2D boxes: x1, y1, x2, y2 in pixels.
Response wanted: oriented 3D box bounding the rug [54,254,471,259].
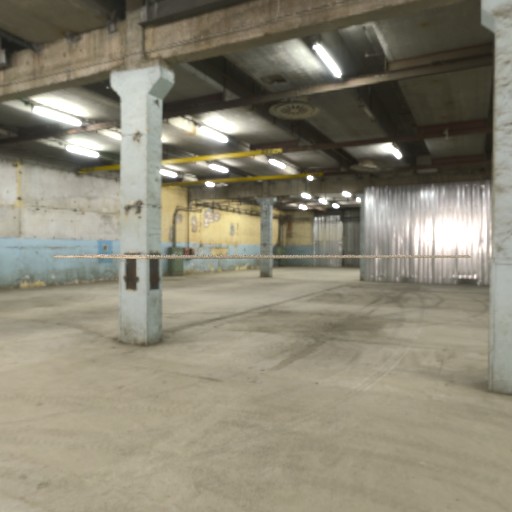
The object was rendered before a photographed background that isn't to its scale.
[{"bbox_3d":[0.000,0.000,4.123,3.052,0.030,2.429,0,0,-35],"label":"rug"}]
